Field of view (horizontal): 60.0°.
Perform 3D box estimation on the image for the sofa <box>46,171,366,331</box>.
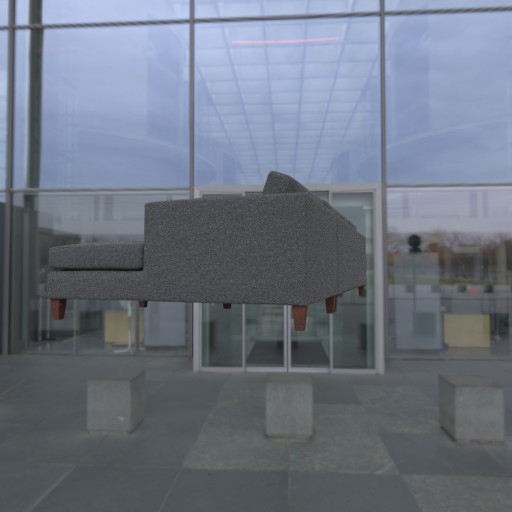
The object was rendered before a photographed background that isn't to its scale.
[{"bbox_3d":[0.000,0.000,3.923,1.625,0.846,3.186,-1,-2,19],"label":"sofa"}]
